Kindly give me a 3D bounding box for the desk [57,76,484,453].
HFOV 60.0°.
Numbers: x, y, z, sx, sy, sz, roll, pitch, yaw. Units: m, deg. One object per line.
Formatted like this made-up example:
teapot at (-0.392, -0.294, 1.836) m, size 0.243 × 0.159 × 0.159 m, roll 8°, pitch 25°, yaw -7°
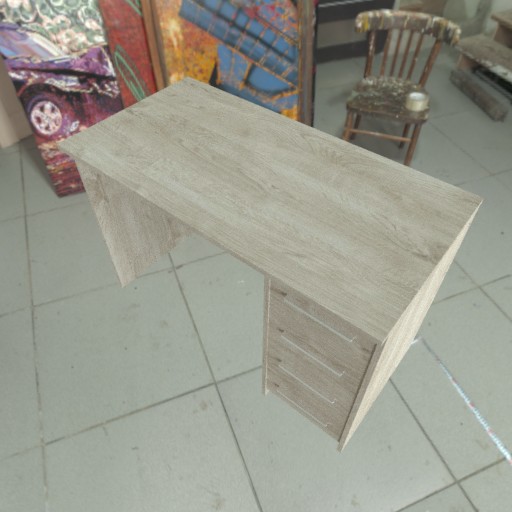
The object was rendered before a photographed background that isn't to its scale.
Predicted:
desk at (0.000, 0.000, 1.523) m, size 1.096 × 0.730 × 0.560 m, roll 31°, pitch 55°, yaw 25°
